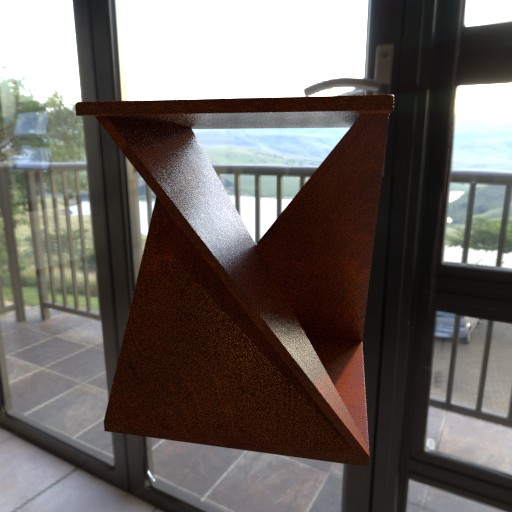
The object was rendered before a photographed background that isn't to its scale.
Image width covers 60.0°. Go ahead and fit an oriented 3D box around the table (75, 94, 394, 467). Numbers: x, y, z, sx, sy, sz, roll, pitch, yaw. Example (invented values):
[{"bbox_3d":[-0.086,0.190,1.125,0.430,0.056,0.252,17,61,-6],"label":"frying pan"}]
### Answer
[{"bbox_3d":[0.000,0.000,0.838,0.427,0.520,0.427,3,14,11],"label":"table"}]
